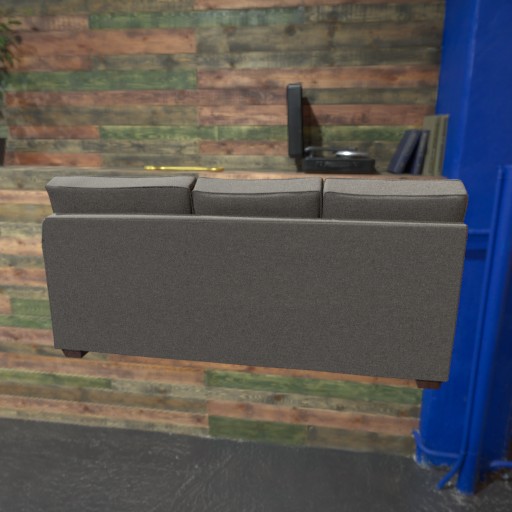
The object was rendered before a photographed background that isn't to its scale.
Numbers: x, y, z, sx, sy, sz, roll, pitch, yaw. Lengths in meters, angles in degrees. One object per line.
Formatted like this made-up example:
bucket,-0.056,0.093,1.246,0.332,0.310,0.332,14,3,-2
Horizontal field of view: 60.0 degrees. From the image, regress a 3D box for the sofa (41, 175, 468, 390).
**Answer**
sofa,0.000,0.000,2.506,1.963,0.946,1.034,3,15,10
